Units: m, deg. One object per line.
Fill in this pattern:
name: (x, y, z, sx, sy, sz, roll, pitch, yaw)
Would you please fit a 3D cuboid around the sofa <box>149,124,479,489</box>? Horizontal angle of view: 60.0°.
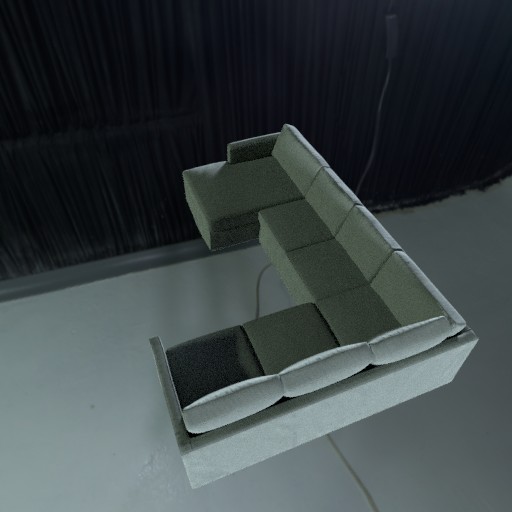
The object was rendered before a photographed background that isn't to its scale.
sofa: (0.000, 0.000, 4.445, 2.440, 0.869, 3.434, -16, 48, -15)
